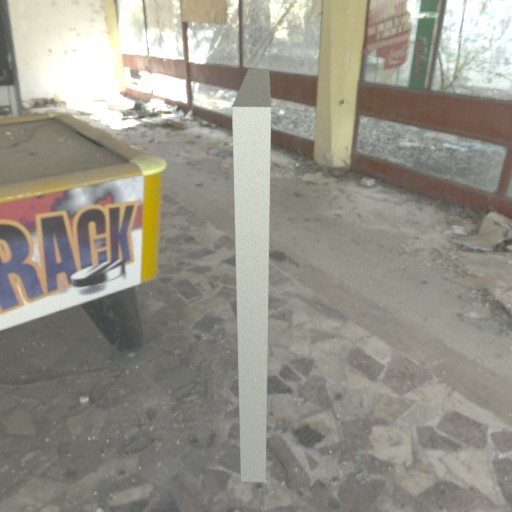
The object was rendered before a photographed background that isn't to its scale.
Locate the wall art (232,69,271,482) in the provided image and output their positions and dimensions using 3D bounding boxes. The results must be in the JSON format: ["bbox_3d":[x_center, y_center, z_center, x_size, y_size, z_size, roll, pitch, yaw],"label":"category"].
[{"bbox_3d":[0.000,0.000,0.753,0.039,0.553,0.445,1,27,1],"label":"wall art"}]
